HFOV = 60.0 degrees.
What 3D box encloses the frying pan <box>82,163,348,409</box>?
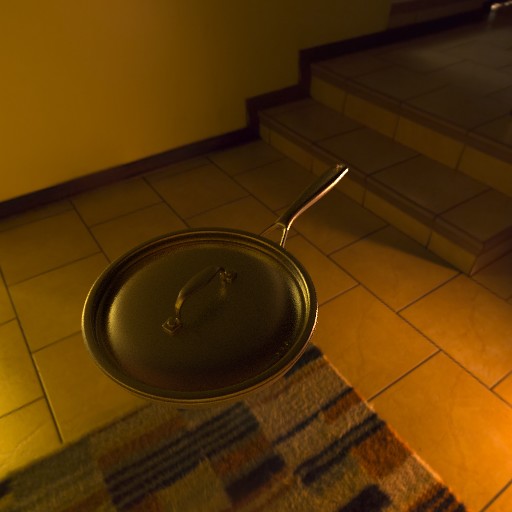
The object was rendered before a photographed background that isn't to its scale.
[{"bbox_3d":[0.000,0.000,0.595,0.272,0.086,0.490,25,47,26],"label":"frying pan"}]
